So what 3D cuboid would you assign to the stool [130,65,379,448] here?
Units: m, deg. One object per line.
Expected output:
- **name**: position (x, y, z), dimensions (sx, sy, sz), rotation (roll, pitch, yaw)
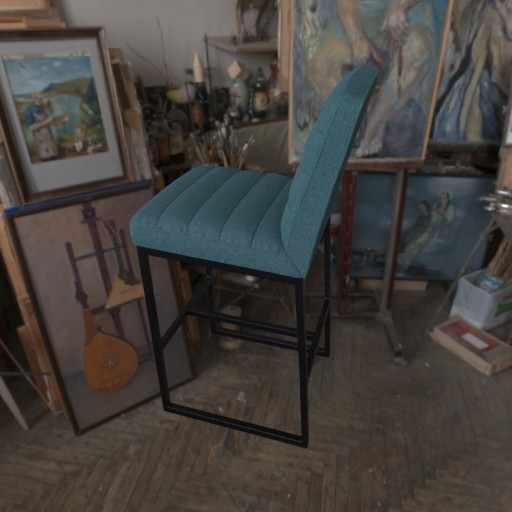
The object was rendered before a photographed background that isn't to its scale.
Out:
- **stool**: position (0.000, 0.000, 1.333), dimensions (0.560, 1.040, 0.460), rotation (9, 31, 15)
